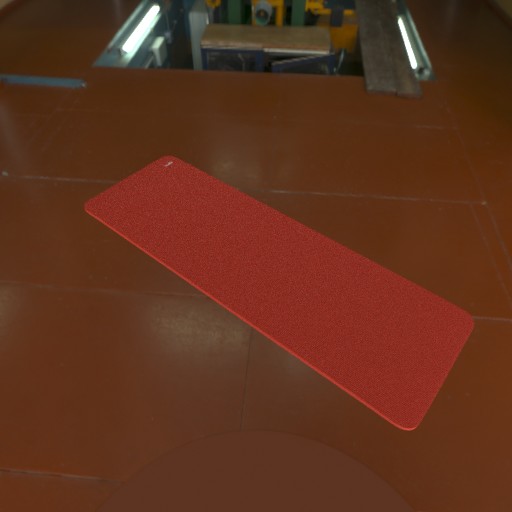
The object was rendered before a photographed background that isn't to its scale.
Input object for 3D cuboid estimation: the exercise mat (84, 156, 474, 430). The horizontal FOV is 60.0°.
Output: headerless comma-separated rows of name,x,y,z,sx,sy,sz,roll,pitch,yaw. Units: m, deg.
exercise mat,0.000,0.000,2.059,1.869,0.021,0.616,31,54,26
